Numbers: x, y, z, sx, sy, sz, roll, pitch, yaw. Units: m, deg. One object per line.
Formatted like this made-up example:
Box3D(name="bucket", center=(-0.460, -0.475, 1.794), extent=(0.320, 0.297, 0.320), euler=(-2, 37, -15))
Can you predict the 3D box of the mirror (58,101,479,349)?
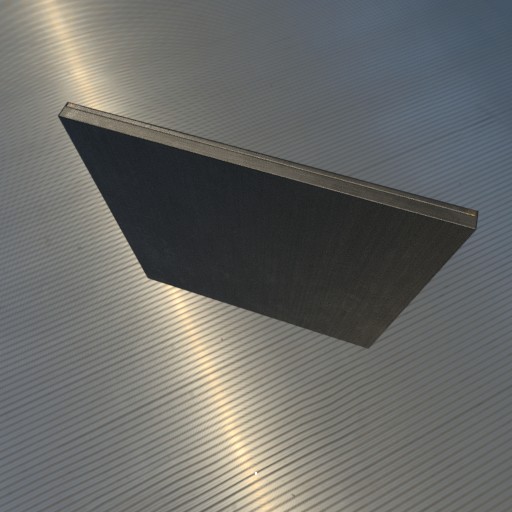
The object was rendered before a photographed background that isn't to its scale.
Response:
Box3D(name="mirror", center=(0.000, 0.000, 0.558), extent=(0.382, 0.381, 0.020), euler=(17, 65, 8))
